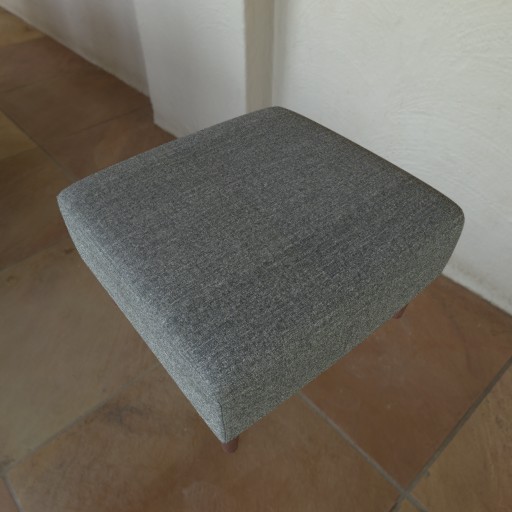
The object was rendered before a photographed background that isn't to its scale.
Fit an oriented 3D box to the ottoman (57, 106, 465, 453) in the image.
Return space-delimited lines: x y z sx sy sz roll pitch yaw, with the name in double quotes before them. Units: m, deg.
"ottoman" 0.000 0.000 1.059 0.655 0.399 0.648 -30 52 -26
